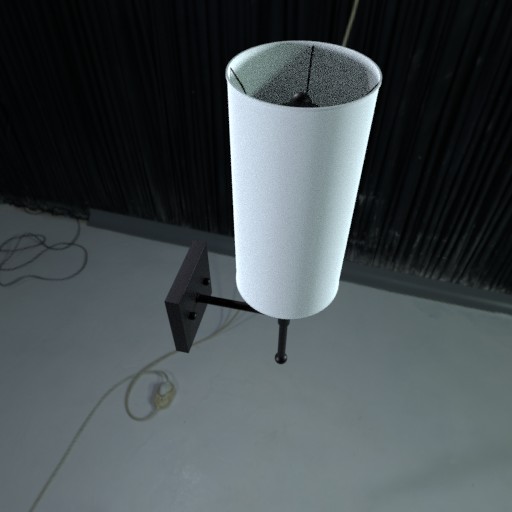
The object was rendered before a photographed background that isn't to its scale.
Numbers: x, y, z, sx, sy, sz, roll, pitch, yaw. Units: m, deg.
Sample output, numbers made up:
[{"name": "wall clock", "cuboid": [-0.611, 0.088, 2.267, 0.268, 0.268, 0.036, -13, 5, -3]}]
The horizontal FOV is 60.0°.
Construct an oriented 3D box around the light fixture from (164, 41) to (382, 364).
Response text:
[{"name": "light fixture", "cuboid": [0.000, 0.000, 0.539, 0.208, 0.462, 0.128, 9, 47, 9]}]
